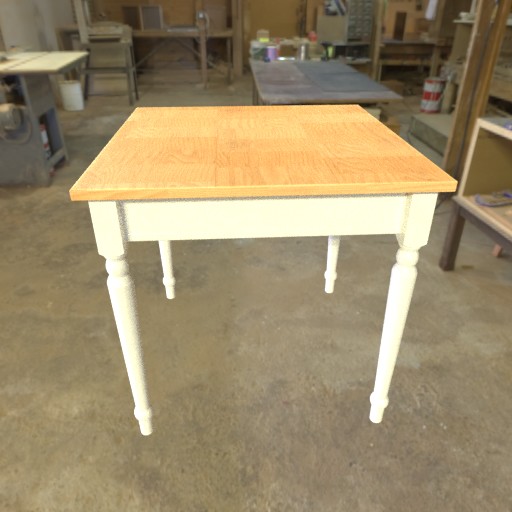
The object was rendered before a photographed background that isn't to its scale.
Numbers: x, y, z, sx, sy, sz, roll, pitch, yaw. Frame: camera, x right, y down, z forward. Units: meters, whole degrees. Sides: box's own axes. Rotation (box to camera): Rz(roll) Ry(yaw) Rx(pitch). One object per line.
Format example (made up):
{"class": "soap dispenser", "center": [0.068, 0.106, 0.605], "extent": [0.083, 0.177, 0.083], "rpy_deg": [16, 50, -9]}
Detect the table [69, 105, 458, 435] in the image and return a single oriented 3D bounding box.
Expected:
{"class": "table", "center": [0.000, 0.000, 1.355], "extent": [0.747, 0.738, 0.747], "rpy_deg": [-2, 30, -3]}
